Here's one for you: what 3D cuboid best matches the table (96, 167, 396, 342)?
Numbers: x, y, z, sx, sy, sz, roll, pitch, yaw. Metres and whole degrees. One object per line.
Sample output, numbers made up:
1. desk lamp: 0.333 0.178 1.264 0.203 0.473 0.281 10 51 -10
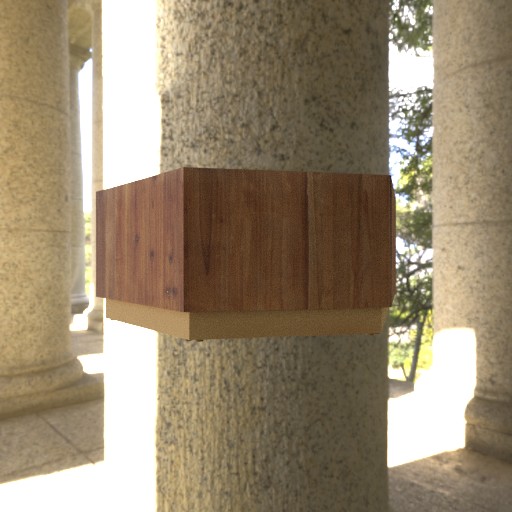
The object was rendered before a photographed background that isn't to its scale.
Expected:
1. table: 0.000 0.000 1.680 1.000 0.456 1.154 0 0 19
